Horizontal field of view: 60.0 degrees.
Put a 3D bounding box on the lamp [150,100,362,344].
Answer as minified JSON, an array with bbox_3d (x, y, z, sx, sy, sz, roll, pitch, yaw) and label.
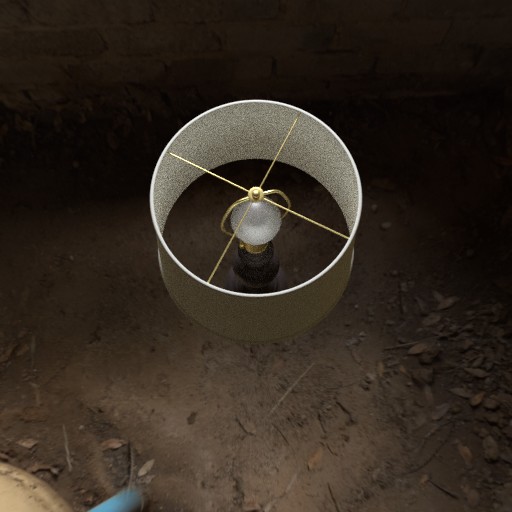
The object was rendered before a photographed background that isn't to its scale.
[{"bbox_3d":[0.000,0.000,0.832,0.335,0.611,0.335,0,76,0],"label":"lamp"}]
